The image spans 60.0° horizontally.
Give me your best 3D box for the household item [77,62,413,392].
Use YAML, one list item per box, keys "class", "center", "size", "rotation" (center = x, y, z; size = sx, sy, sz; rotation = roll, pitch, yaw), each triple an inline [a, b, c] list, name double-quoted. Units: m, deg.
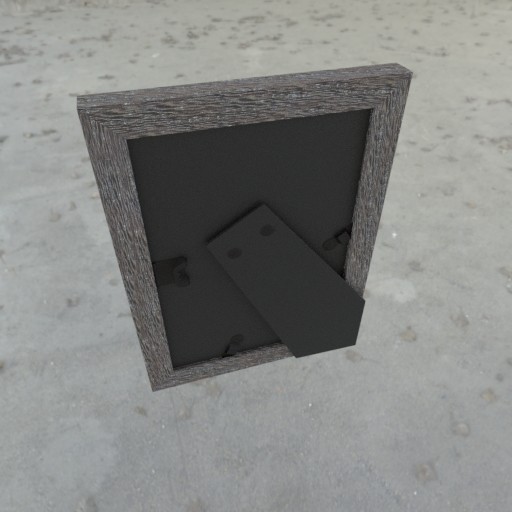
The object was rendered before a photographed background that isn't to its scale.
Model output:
- class: "household item"
  center: [0.000, 0.000, 0.275]
  size: [0.160, 0.210, 0.020]
  rotation: [-11, 42, -13]
